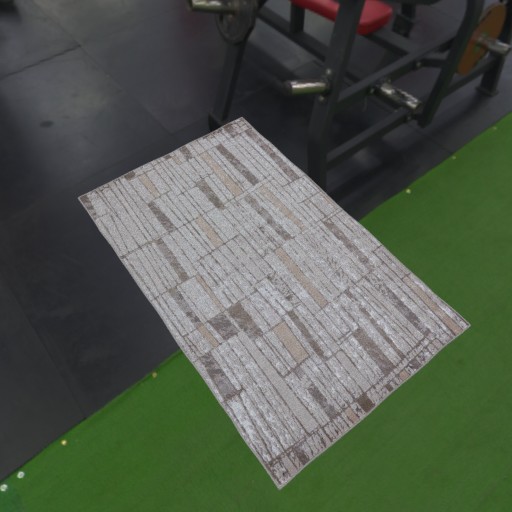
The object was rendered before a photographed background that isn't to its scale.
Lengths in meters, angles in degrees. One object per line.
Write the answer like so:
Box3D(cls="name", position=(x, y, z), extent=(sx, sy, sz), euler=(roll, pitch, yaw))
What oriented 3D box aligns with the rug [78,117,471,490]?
Box3D(cls="rug", position=(0.000, 0.000, 3.048), extent=(1.531, 0.023, 2.444), euler=(-32, 62, -19))
